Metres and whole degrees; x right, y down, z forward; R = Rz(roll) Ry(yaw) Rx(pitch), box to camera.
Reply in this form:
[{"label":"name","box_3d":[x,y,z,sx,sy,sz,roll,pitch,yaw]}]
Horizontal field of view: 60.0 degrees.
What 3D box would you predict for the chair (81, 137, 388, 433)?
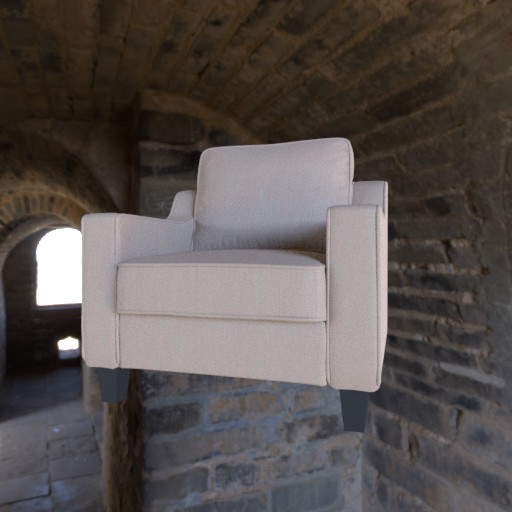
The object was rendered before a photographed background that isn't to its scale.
[{"label":"chair","box_3d":[0.000,0.000,1.645,0.922,0.948,0.882,0,0,18]}]
